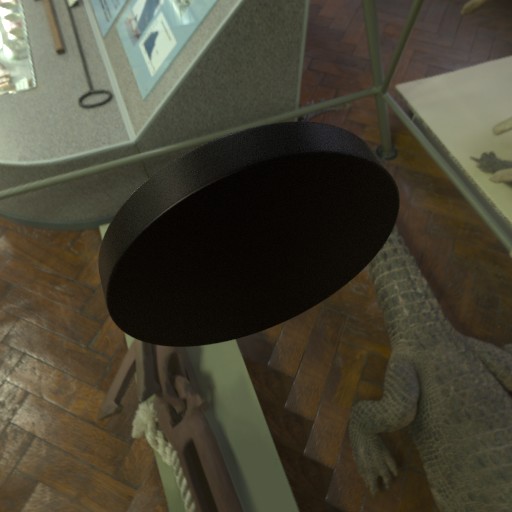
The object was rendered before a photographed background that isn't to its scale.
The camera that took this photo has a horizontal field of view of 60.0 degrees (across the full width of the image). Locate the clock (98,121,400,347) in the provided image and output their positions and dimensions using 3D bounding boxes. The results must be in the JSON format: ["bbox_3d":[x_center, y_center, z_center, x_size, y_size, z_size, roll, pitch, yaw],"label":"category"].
[{"bbox_3d":[0.000,0.000,0.470,0.314,0.314,0.040,-18,59,-11],"label":"clock"}]
